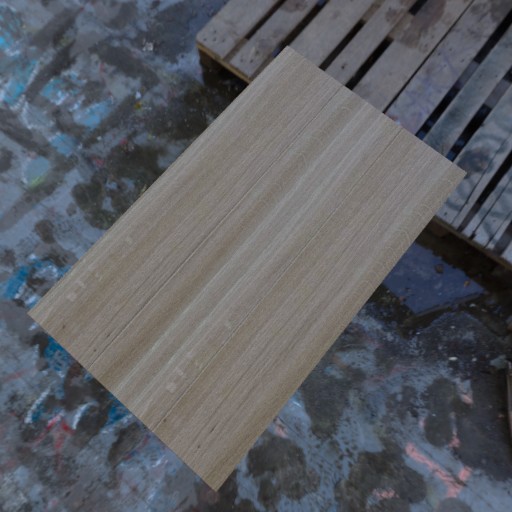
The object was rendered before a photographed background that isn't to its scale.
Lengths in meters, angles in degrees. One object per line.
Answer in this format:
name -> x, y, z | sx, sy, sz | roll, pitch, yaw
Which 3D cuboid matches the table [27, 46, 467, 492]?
table -> 0.000, 0.000, 1.413 | 0.678, 0.353, 1.110 | 39, 79, 9
